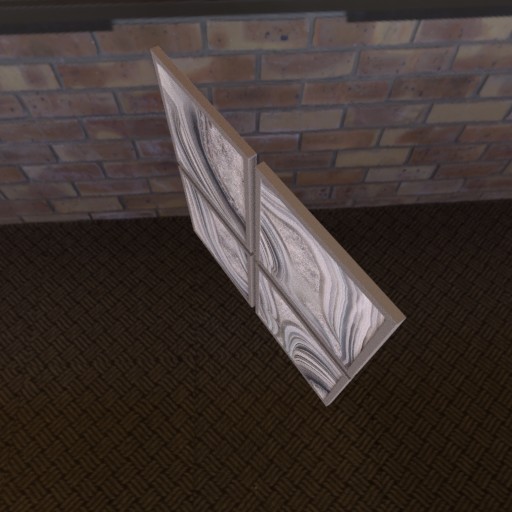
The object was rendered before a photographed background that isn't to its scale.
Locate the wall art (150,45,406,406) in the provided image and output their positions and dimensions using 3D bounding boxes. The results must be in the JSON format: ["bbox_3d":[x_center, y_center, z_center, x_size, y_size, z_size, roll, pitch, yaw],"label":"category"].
[{"bbox_3d":[0.000,0.000,1.692,0.029,1.118,1.118,-32,67,-16],"label":"wall art"}]
